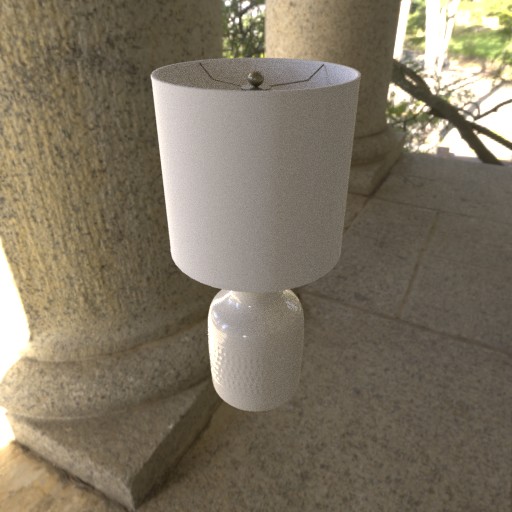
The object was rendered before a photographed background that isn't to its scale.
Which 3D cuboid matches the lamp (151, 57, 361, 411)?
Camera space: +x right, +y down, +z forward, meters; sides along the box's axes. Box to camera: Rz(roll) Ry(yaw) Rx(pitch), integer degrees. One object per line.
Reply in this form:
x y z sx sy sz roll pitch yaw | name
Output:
0.000 0.000 0.504 0.188 0.392 0.188 -1 31 -2 | lamp
